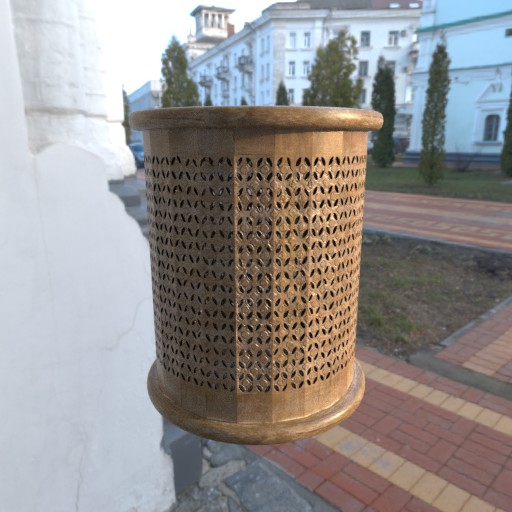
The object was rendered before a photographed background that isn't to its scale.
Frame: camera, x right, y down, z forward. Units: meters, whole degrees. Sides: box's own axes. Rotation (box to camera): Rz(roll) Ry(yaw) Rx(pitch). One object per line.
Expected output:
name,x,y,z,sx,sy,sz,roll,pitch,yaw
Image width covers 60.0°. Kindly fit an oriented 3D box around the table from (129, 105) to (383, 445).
table,0.000,0.000,0.792,0.407,0.482,0.407,0,15,0
